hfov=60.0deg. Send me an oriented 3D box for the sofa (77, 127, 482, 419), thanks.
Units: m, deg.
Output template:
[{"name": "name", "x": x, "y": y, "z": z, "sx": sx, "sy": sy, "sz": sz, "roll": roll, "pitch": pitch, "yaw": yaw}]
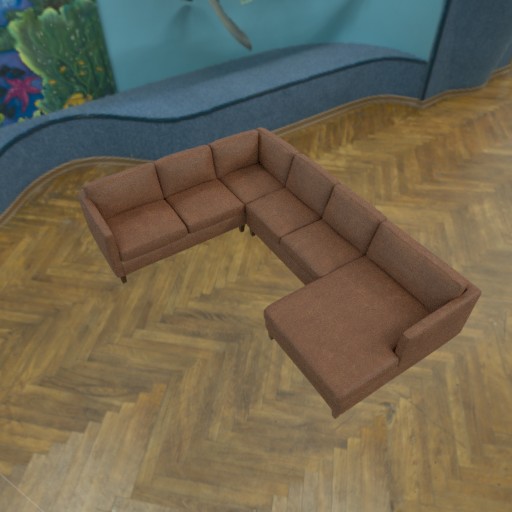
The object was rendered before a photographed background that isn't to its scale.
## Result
[{"name": "sofa", "x": 0.000, "y": 0.000, "z": 4.607, "sx": 2.593, "sy": 0.923, "sz": 3.460, "roll": -25, "pitch": 50, "yaw": -23}]
